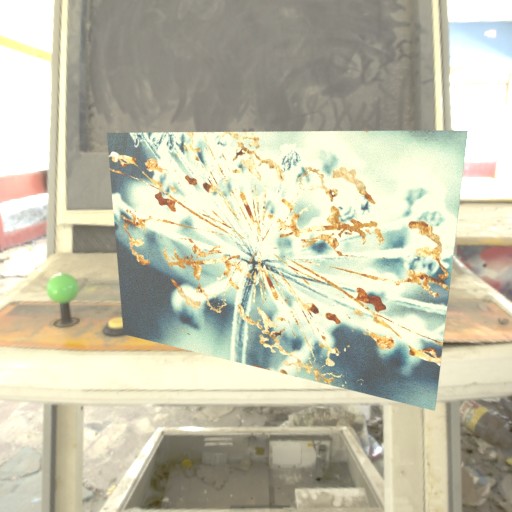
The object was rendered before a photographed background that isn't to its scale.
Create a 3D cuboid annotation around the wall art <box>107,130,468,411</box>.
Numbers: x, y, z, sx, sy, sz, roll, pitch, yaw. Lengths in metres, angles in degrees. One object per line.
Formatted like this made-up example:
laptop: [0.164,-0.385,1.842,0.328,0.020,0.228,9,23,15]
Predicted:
wall art: [0.000,0.000,1.408,1.138,0.759,0.035,7,16,25]
